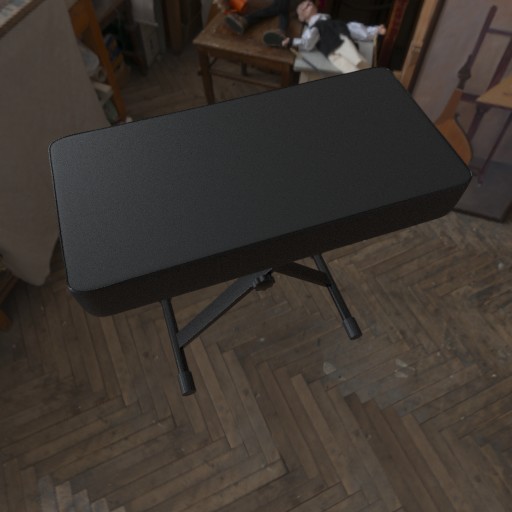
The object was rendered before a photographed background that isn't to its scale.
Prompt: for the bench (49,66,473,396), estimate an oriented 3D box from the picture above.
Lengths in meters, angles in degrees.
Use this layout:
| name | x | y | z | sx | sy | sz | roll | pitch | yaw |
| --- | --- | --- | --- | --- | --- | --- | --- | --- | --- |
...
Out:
| name | x | y | z | sx | sy | sz | roll | pitch | yaw |
| --- | --- | --- | --- | --- | --- | --- | --- | --- | --- |
| bench | 0.000 | 0.000 | 0.915 | 0.600 | 0.561 | 0.300 | -16 | 60 | -10 |
